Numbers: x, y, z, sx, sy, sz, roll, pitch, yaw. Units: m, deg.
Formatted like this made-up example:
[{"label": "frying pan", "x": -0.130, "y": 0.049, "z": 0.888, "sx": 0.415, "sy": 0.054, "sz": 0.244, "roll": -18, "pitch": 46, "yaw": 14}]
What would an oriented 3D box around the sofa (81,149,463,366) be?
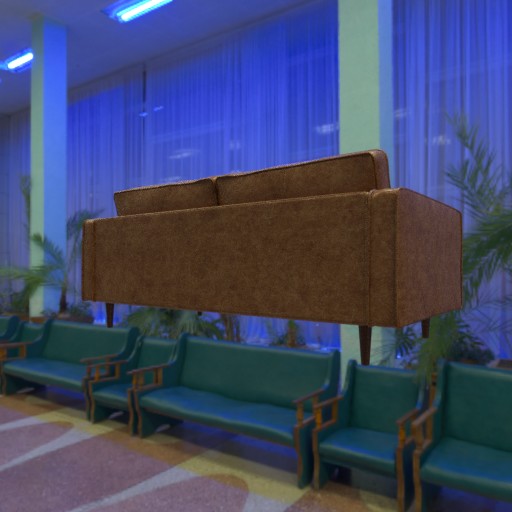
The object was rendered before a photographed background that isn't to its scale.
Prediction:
[{"label": "sofa", "x": 0.000, "y": 0.000, "z": 2.399, "sx": 1.920, "sy": 0.825, "sz": 0.924, "roll": -1, "pitch": -1, "yaw": 37}]
